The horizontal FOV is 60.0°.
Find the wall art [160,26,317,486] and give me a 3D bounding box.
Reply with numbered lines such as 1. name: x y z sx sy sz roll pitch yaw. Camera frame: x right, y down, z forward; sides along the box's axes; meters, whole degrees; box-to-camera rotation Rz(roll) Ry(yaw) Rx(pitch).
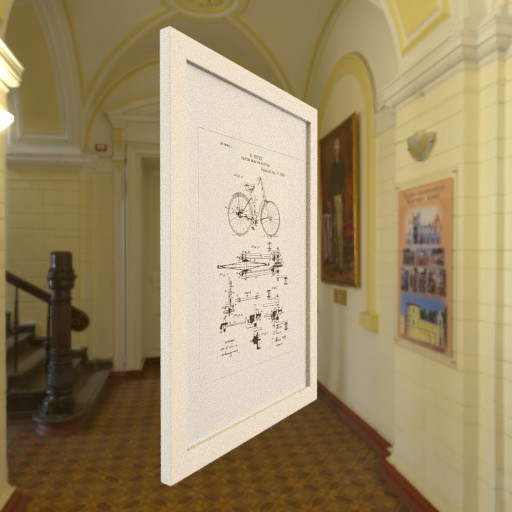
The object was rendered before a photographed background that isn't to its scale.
1. wall art: 0.000 0.000 0.599 0.015 0.477 0.332 0 1 35
